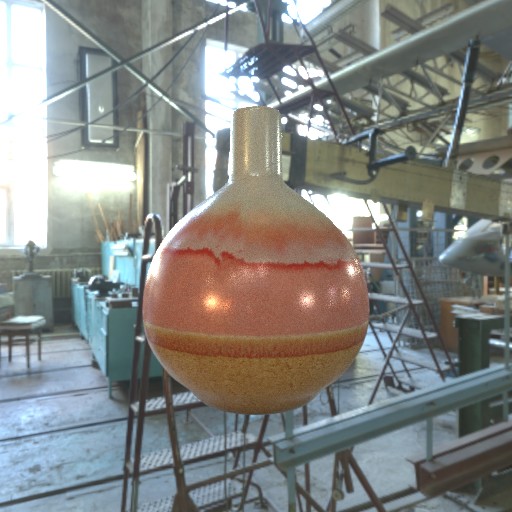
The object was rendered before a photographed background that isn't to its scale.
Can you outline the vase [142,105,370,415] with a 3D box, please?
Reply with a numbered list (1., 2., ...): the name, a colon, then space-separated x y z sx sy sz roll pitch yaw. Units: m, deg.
1. vase: 0.000 0.000 0.274 0.137 0.176 0.137 0 2 0
